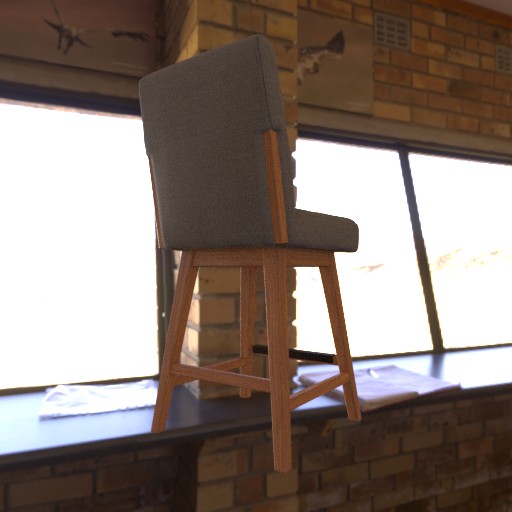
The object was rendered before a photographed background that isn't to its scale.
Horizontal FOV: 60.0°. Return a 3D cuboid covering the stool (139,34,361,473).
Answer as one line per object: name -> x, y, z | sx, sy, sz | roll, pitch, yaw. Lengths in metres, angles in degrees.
stool -> 0.000, 0.000, 1.331 | 0.459, 1.019, 0.570 | -1, -2, 35
